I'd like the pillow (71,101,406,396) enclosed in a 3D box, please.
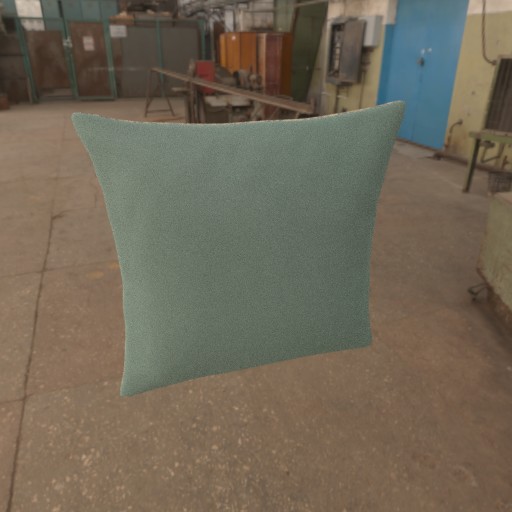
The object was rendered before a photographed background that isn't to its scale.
[{"bbox_3d":[0.000,0.000,0.782,0.526,0.507,0.166,-8,26,-16],"label":"pillow"}]
